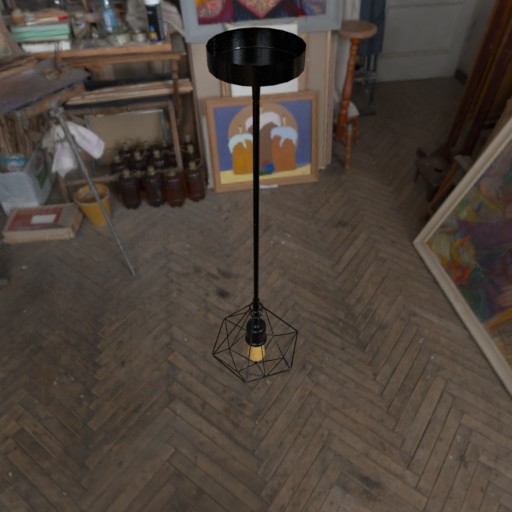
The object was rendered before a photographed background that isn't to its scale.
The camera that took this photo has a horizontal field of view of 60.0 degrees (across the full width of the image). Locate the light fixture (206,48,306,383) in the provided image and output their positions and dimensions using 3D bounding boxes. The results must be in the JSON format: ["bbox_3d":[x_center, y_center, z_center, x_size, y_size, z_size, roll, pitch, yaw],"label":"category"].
[{"bbox_3d":[0.000,0.000,1.926,0.487,1.764,0.431,33,54,28],"label":"light fixture"}]
